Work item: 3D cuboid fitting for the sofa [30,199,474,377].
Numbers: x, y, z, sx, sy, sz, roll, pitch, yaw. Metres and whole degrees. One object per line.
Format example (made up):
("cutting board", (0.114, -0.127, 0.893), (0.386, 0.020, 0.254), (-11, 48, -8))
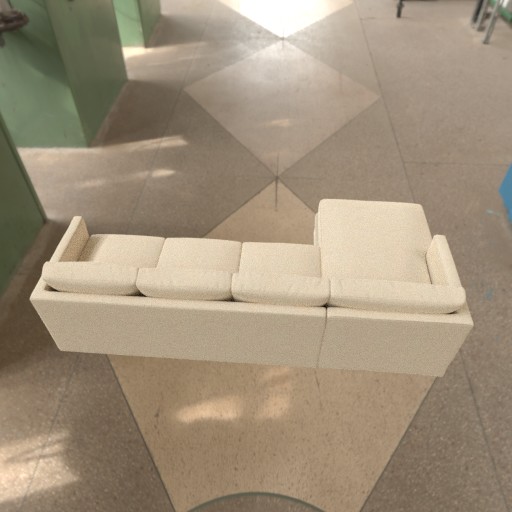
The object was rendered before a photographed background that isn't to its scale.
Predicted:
("sofa", (0.000, 0.000, 3.894), (3.205, 0.922, 1.650), (3, 46, 3))
